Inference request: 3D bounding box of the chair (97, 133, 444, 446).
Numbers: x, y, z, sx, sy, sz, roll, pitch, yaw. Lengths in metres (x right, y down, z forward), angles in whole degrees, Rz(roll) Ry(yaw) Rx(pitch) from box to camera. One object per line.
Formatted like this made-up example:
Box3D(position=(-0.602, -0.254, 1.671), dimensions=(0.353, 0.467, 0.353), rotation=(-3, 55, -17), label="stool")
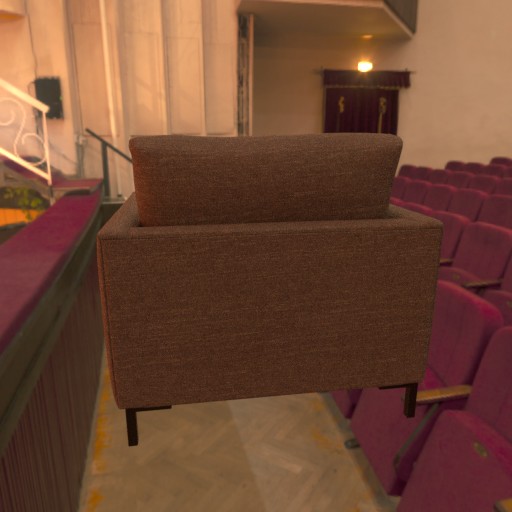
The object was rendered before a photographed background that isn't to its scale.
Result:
Box3D(position=(0.000, 0.000, 1.574), dimensions=(0.940, 0.841, 0.845), rotation=(-2, 15, -9), label="chair")
